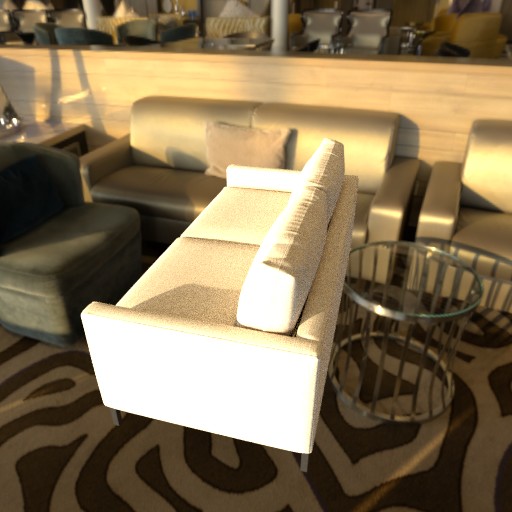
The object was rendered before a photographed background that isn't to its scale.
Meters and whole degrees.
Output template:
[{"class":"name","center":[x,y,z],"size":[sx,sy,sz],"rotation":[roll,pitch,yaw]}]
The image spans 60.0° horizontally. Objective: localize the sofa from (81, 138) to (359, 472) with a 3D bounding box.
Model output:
[{"class":"sofa","center":[0.000,0.000,2.155],"size":[0.839,0.812,1.651],"rotation":[8,31,13]}]
